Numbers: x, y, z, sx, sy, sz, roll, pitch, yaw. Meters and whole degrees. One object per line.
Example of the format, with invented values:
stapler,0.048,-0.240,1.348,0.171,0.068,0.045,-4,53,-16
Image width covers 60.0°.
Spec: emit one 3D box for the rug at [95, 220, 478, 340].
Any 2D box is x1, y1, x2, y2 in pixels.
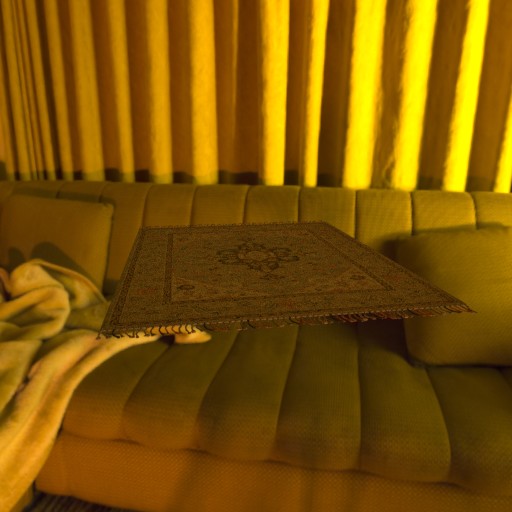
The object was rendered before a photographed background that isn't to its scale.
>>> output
rug,0.000,0.000,3.456,1.971,0.010,2.651,-3,16,-10
